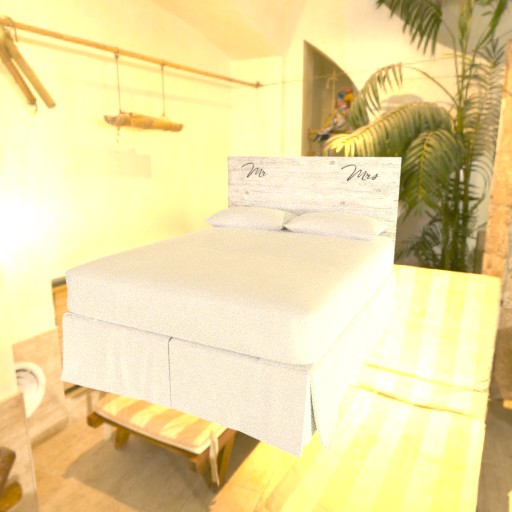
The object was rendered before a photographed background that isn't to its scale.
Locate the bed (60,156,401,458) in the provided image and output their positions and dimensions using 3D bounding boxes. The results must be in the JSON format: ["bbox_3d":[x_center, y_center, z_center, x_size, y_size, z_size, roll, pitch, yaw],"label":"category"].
[{"bbox_3d":[0.000,0.000,3.120,1.745,1.335,2.094,7,15,27],"label":"bed"}]
